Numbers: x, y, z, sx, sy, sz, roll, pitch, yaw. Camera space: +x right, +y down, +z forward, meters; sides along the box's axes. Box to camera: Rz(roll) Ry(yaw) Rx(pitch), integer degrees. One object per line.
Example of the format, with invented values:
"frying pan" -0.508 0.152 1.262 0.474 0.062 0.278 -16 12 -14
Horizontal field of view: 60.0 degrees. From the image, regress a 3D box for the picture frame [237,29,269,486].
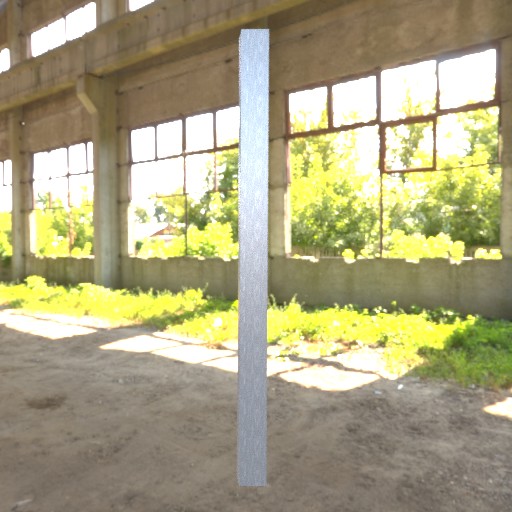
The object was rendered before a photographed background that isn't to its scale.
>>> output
"picture frame" 0.000 0.000 0.530 0.027 0.378 0.327 0 1 1
